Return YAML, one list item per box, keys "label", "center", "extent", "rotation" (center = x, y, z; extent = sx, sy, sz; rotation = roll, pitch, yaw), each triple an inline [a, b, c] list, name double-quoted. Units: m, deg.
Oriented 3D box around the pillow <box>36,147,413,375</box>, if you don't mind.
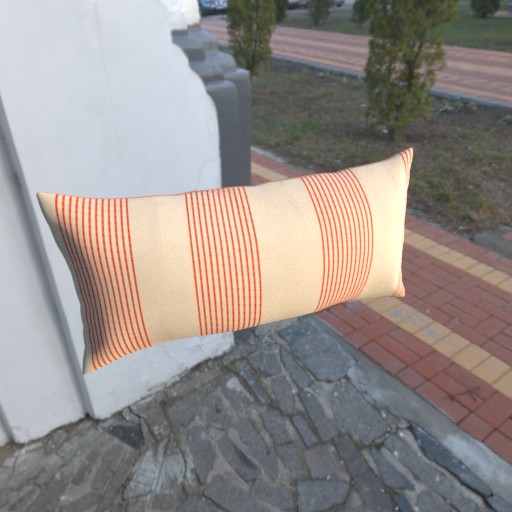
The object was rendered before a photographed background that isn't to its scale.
- label: "pillow"
  center: [0.000, 0.000, 0.737]
  extent: [0.608, 0.292, 0.156]
  rotation: [-11, 33, -17]
